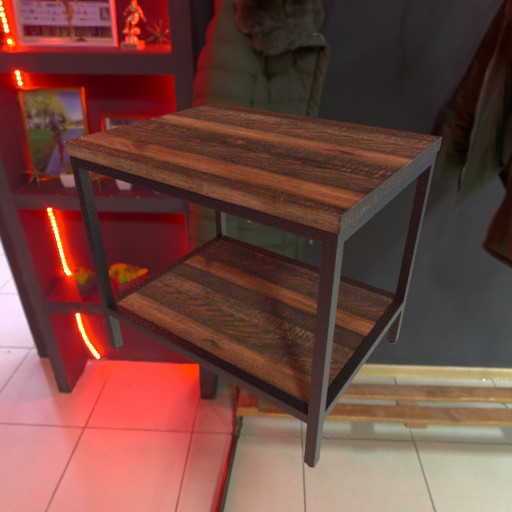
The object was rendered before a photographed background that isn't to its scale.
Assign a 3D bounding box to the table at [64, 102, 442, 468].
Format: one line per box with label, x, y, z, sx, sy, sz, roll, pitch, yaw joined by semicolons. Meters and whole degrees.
table;0.000;0.000;1.156;0.678;0.612;0.524;20;36;30
